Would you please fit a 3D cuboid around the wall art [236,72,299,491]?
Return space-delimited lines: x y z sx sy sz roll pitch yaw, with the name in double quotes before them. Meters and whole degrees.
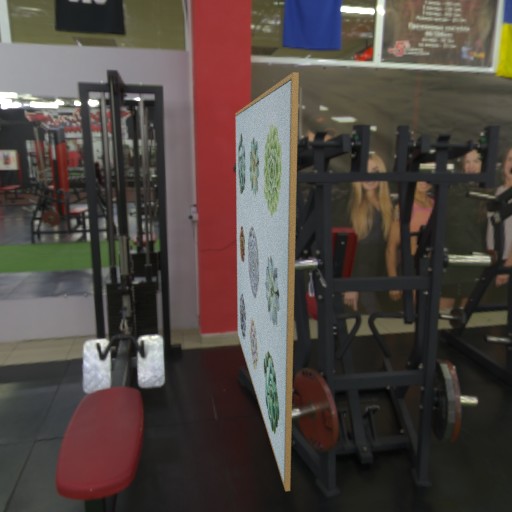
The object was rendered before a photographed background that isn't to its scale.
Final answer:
"wall art" 0.000 0.000 1.437 0.013 0.959 0.962 -2 13 -9
